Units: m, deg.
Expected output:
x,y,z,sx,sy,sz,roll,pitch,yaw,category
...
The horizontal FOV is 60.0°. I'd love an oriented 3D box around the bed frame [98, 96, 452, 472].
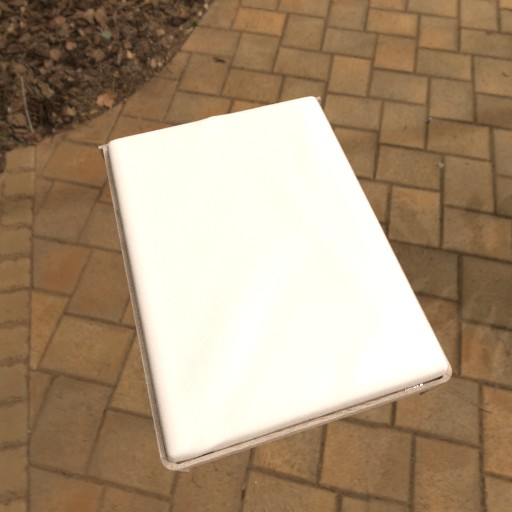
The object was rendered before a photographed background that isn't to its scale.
x,y,z,sx,sy,sz,roll,pitch,yaw,category
0.000,0.000,2.578,1.490,0.462,1.950,-15,64,-8,bed frame
